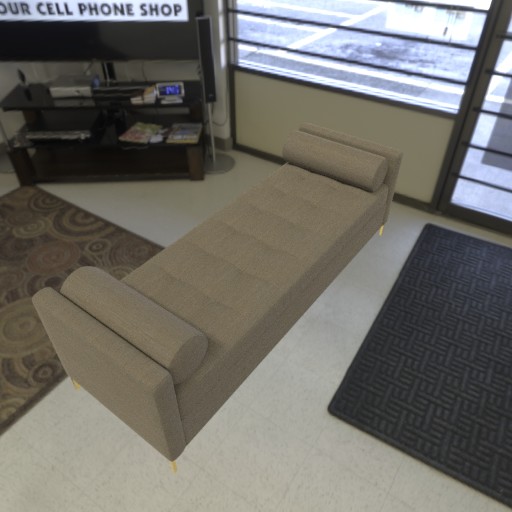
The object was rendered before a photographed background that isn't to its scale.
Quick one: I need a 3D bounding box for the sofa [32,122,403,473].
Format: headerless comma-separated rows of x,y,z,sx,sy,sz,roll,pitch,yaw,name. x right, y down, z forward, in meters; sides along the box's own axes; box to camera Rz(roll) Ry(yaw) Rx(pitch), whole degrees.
0.000,0.000,2.330,0.686,0.635,1.981,26,47,27,sofa
